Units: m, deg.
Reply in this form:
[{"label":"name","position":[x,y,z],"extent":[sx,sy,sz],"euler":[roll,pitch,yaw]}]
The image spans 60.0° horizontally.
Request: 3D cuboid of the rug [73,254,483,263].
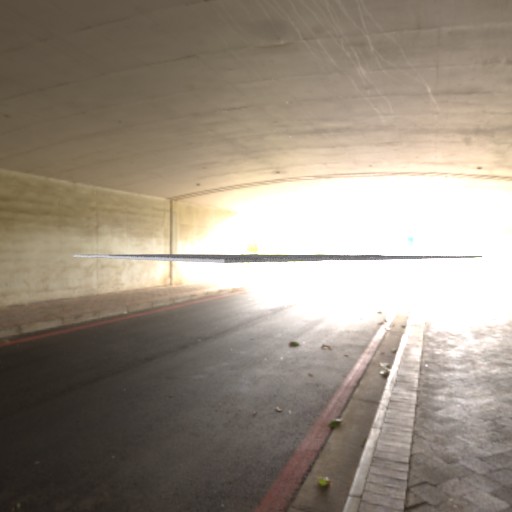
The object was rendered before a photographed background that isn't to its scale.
[{"label":"rug","position":[0.000,0.000,0.893],"extent":[0.548,0.006,0.639],"euler":[0,1,-36]}]
